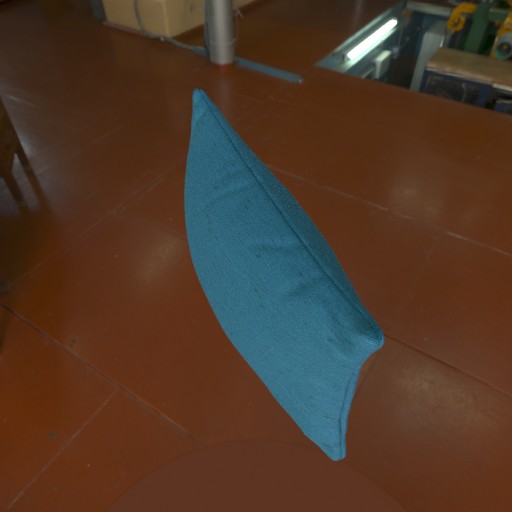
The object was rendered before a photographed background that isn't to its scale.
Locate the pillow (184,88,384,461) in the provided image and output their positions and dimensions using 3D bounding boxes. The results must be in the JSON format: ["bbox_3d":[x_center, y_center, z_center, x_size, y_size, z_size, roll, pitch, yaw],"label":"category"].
[{"bbox_3d":[0.000,0.000,0.775,0.210,0.338,0.633,-17,48,-16],"label":"pillow"}]
